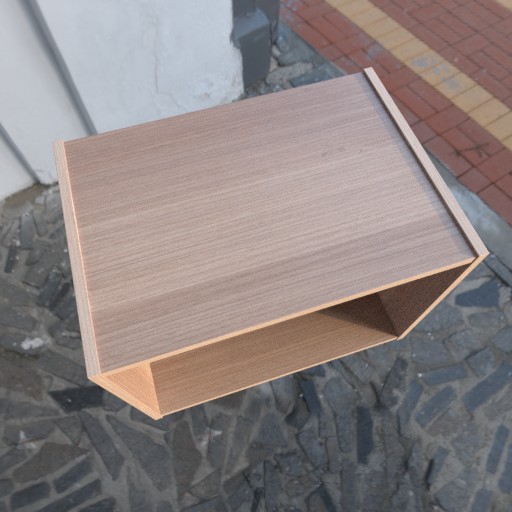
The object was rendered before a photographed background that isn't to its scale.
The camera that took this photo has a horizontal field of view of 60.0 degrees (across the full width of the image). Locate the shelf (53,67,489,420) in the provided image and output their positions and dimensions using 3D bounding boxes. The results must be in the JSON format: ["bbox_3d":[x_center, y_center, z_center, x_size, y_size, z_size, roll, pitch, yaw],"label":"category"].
[{"bbox_3d":[0.000,0.000,0.628,0.415,0.305,0.290,-16,64,-8],"label":"shelf"}]
